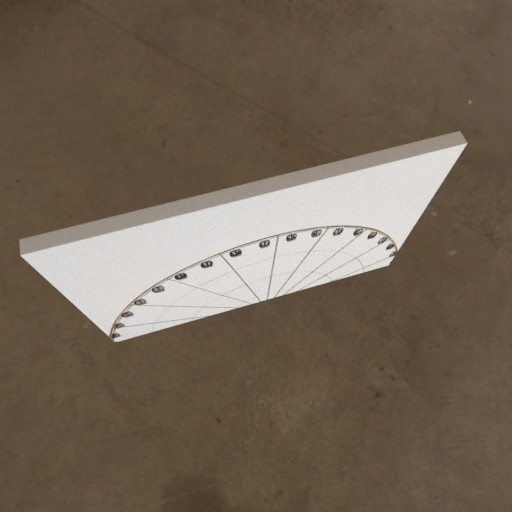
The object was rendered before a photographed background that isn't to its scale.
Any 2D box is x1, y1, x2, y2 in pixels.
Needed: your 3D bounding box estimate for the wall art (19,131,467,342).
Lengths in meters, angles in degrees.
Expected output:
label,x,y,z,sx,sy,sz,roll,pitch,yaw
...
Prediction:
label,x,y,z,sx,sy,sz,roll,pitch,yaw
wall art,0.000,0.000,1.132,0.898,0.601,0.038,-15,65,-7
